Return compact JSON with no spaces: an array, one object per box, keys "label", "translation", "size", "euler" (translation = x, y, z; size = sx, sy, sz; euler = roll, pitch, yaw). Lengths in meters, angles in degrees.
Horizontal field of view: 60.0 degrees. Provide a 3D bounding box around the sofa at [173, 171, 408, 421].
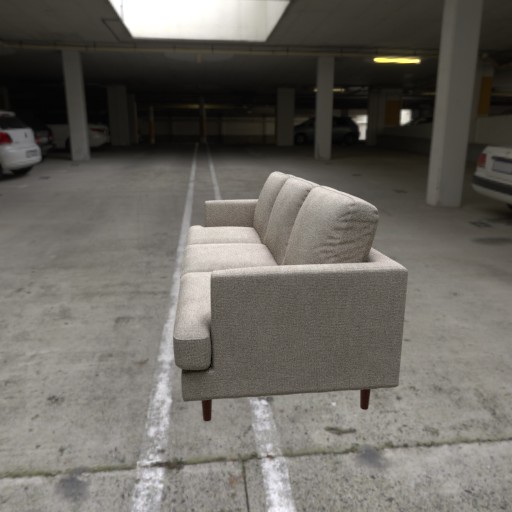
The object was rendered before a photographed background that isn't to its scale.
[{"label":"sofa","translation":[0.000,0.000,2.737],"size":[0.903,0.930,2.246],"euler":[-2,14,-7]}]
